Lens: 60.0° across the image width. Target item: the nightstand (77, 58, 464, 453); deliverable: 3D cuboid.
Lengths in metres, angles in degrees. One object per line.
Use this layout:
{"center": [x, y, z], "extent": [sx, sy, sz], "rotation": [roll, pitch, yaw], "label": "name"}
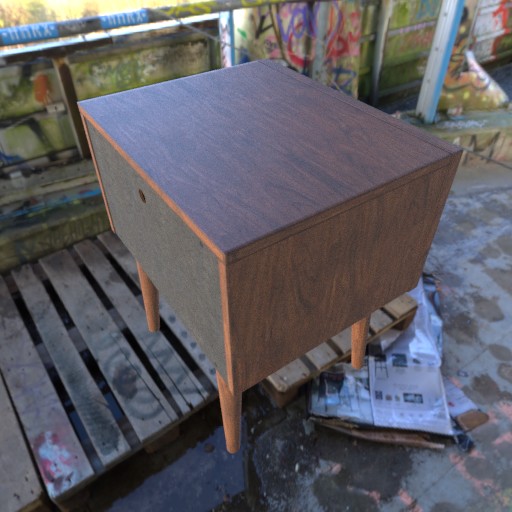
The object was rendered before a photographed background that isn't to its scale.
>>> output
{"center": [0.000, 0.000, 0.955], "extent": [0.445, 0.607, 0.521], "rotation": [-25, 47, -25], "label": "nightstand"}
